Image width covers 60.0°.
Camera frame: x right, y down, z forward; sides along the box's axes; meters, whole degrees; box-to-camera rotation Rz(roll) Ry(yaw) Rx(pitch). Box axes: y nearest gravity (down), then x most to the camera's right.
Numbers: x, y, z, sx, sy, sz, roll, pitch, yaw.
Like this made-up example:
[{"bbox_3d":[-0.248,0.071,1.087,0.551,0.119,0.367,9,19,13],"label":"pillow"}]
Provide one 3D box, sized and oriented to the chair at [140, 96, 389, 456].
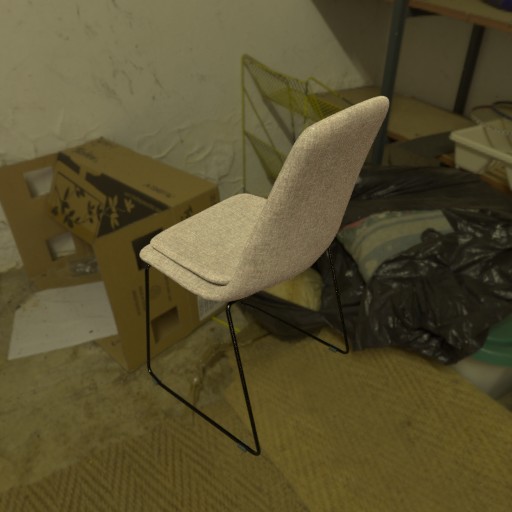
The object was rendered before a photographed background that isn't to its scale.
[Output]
[{"bbox_3d":[0.000,0.000,1.166,0.518,0.858,0.479,24,40,32],"label":"chair"}]
